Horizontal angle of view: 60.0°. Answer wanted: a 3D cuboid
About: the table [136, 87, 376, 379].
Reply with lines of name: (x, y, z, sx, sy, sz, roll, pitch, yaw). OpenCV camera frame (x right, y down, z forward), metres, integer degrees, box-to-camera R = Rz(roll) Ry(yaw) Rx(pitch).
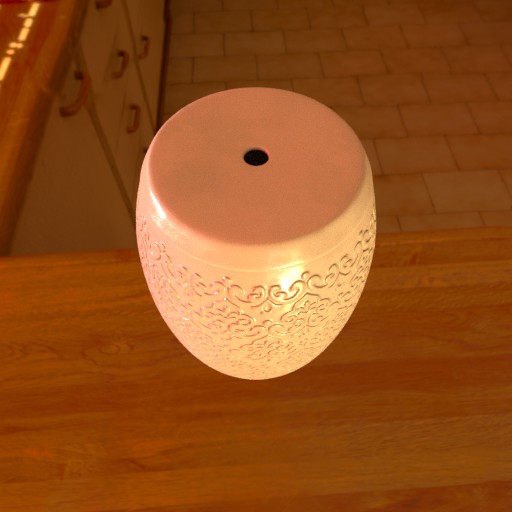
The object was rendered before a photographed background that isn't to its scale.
table: (0.000, 0.000, 0.633, 0.309, 0.397, 0.309, 0, 58, 0)
